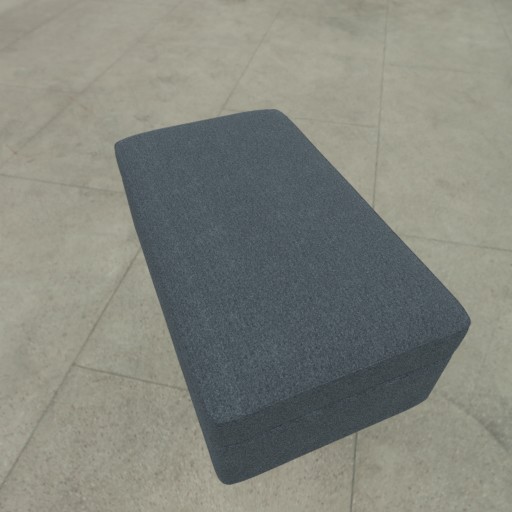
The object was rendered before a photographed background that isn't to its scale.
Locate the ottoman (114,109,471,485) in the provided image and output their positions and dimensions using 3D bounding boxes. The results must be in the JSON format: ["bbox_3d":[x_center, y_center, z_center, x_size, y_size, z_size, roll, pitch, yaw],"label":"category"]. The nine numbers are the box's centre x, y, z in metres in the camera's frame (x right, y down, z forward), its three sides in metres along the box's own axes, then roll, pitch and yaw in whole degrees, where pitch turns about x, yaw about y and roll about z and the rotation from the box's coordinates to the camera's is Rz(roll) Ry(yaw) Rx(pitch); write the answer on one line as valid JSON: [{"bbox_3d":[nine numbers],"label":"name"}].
[{"bbox_3d":[0.000,0.000,1.485,0.681,0.494,1.173,-16,48,-15],"label":"ottoman"}]
